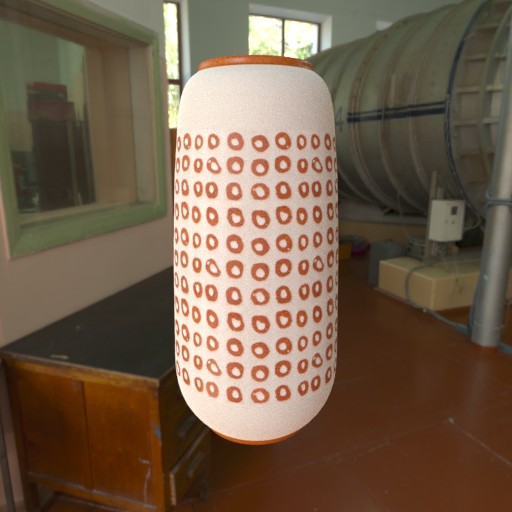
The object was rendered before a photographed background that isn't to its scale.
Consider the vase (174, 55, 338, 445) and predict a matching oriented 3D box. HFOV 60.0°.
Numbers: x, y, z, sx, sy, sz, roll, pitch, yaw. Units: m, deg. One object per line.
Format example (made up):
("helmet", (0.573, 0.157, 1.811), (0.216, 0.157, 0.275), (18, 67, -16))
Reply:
("vase", (0.000, 0.000, 0.353), (0.133, 0.282, 0.133), (0, 14, 0))
